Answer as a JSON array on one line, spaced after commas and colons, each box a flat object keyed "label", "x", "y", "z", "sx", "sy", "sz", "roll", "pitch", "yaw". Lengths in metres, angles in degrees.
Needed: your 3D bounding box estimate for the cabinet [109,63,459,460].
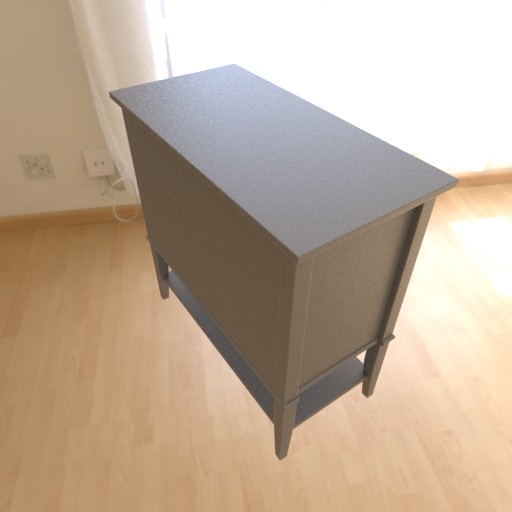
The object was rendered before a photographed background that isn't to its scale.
[{"label": "cabinet", "x": 0.000, "y": 0.000, "z": 1.271, "sx": 0.396, "sy": 0.780, "sz": 0.801, "roll": -25, "pitch": 47, "yaw": -25}]
